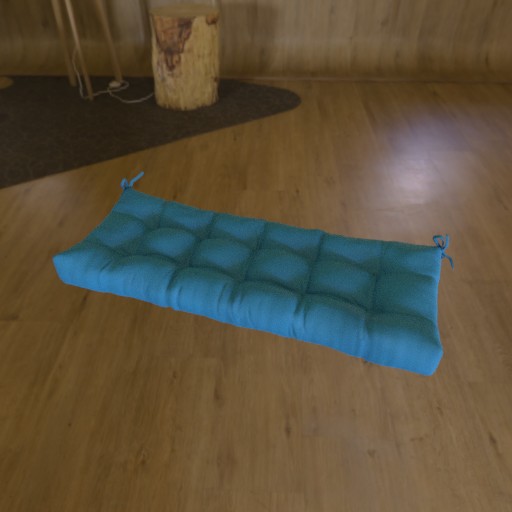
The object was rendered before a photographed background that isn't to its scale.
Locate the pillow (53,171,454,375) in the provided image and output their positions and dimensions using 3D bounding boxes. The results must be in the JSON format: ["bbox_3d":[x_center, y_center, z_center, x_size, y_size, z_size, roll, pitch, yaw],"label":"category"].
[{"bbox_3d":[0.000,0.000,1.387,1.194,0.174,0.511,12,42,14],"label":"pillow"}]
